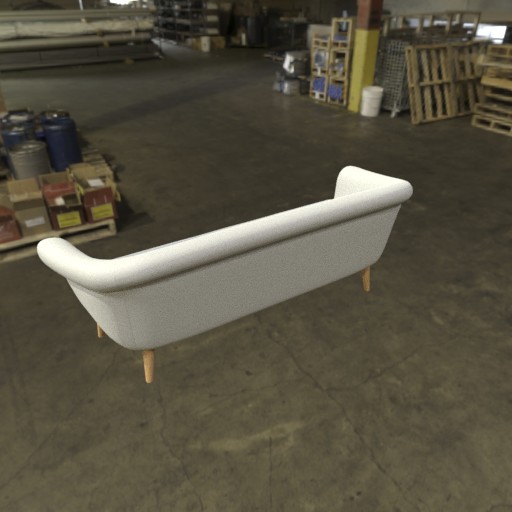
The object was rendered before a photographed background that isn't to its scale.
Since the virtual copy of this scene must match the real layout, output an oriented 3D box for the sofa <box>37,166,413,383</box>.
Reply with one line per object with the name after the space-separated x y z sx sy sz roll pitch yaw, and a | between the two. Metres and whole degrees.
0.000 0.000 2.568 2.160 0.795 0.827 -18 35 -27 | sofa
